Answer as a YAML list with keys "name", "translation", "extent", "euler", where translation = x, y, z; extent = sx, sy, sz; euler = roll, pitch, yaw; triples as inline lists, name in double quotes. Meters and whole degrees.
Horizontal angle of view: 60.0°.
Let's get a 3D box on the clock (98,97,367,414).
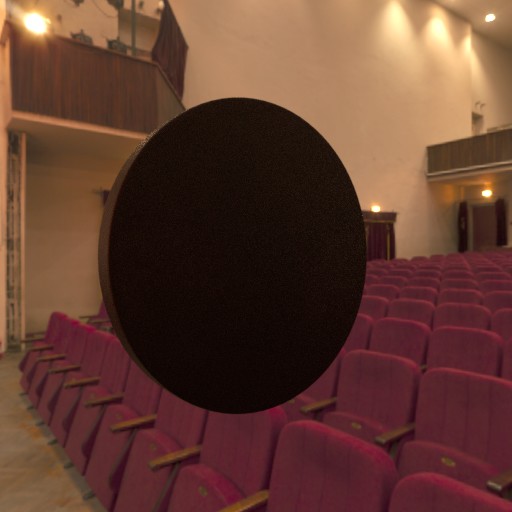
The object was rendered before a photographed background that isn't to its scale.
- name: "clock"
  translation: [0.000, 0.000, 0.458]
  extent: [0.314, 0.314, 0.029]
  euler: [0, 1, -36]
